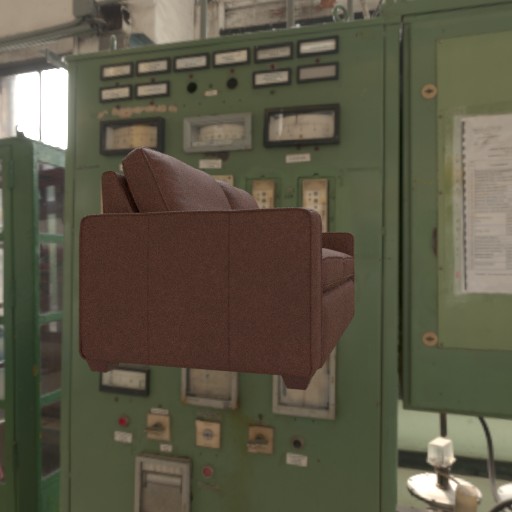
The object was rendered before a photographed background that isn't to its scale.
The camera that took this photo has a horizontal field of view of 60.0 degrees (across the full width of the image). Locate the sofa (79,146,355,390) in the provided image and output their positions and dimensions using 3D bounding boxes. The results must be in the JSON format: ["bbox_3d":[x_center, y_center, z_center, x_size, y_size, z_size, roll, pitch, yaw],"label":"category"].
[{"bbox_3d":[0.000,0.000,2.385,0.947,0.918,1.709,0,0,17],"label":"sofa"}]
